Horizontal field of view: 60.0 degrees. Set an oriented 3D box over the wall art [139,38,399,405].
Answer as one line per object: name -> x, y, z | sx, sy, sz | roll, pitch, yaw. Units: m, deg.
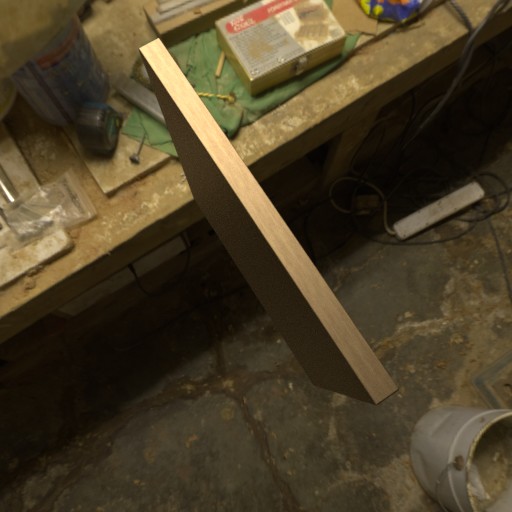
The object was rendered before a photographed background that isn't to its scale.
wall art -> 0.000, 0.000, 0.749 | 0.030, 0.506, 0.503 | -32, 78, -7
